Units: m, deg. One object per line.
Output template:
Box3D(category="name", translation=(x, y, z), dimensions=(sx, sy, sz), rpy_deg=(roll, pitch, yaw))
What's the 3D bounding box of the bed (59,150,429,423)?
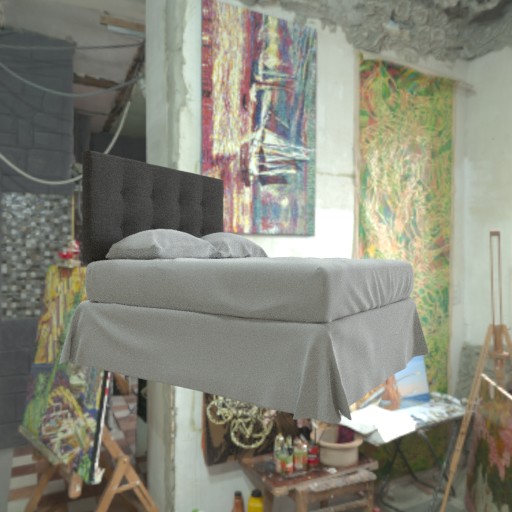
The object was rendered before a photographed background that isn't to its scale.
Box3D(category="bed", translation=(0.000, 0.000, 3.410), dimensions=(2.222, 1.577, 1.936), rpy_deg=(0, 0, 34))
